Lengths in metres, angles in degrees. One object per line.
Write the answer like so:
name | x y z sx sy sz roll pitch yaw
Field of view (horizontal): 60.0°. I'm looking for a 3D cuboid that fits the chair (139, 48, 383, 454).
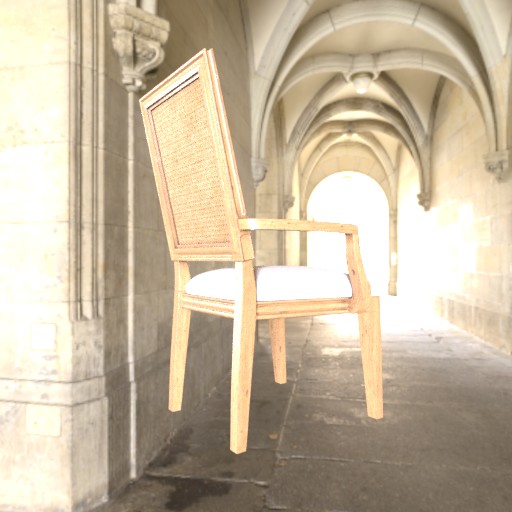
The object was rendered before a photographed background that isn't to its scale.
chair | 0.000 0.000 1.388 0.602 0.990 0.606 0 0 -36
